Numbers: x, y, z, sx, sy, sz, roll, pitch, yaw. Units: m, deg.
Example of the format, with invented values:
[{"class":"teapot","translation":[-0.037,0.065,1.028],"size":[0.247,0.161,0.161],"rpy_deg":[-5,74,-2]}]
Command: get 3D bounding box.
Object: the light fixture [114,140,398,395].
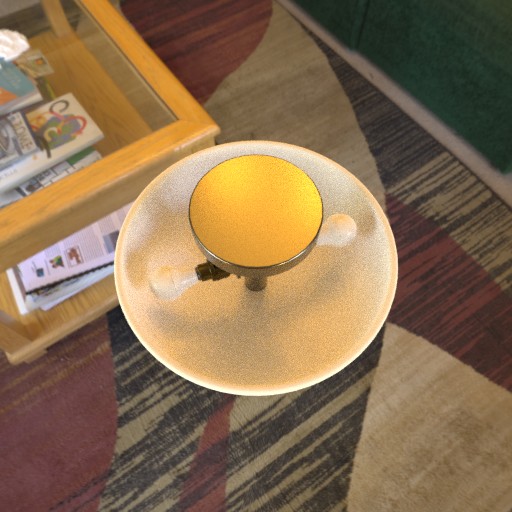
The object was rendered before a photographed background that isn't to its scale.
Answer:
[{"class":"light fixture","translation":[0.000,0.000,0.535],"size":[0.330,0.214,0.330],"rpy_deg":[0,63,0]}]
